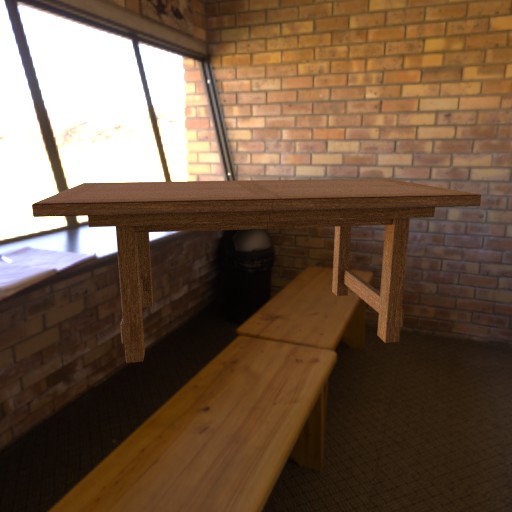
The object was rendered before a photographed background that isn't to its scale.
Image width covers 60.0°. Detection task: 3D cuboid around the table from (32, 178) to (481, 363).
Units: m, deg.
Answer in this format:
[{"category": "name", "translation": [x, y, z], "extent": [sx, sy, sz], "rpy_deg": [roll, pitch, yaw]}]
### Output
[{"category": "table", "translation": [0.000, 0.000, 2.491], "extent": [1.982, 0.762, 1.000], "rpy_deg": [-2, 14, -9]}]
